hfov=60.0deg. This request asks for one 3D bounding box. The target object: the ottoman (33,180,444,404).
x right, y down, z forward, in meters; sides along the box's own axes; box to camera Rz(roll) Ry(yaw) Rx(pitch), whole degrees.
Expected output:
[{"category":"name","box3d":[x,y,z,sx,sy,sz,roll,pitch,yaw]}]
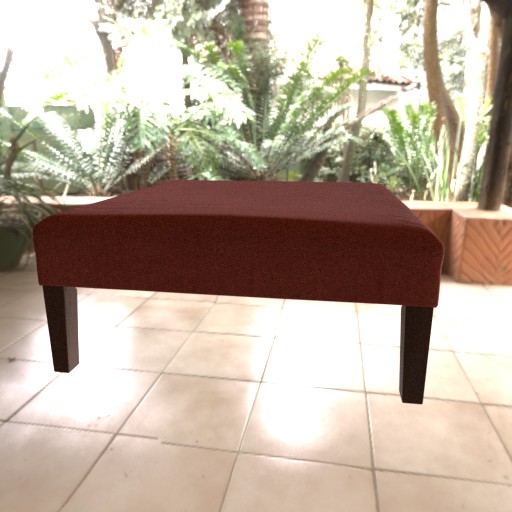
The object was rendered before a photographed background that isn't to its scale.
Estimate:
[{"category":"ottoman","box3d":[0.000,0.000,1.385,0.890,0.411,0.889,2,15,9]}]
